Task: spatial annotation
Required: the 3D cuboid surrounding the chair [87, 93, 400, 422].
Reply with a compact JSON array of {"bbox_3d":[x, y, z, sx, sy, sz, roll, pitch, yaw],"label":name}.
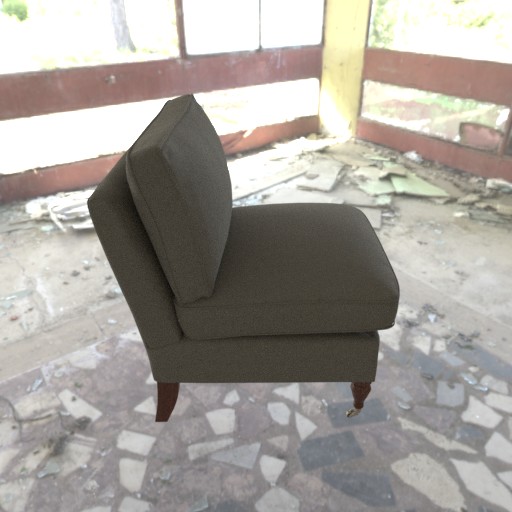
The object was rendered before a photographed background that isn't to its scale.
[{"bbox_3d":[0.000,0.000,1.668,0.924,1.045,0.724,0,31,0],"label":"chair"}]
